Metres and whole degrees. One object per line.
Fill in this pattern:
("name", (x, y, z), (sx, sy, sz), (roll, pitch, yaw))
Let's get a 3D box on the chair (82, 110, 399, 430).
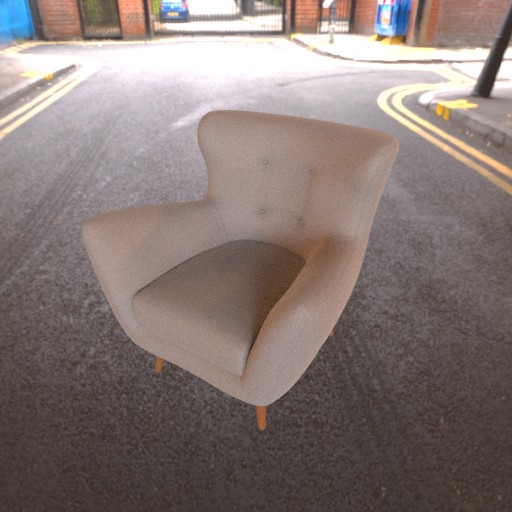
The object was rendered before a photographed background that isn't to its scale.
("chair", (0.000, 0.000, 1.662), (0.890, 0.889, 0.889), (19, 35, 29))
